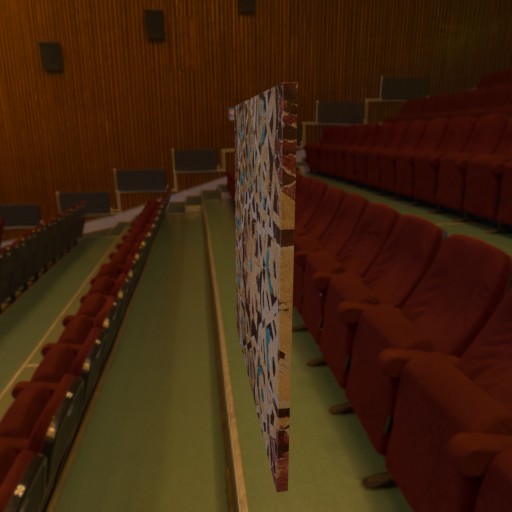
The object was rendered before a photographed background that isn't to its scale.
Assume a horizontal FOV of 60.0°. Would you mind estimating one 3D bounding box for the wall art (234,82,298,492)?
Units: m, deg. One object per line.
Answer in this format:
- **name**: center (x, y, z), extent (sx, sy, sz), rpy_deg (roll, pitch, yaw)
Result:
- **wall art**: center (0.000, 0.000, 1.137), extent (0.028, 0.762, 0.757), rpy_deg (-2, 16, -8)
